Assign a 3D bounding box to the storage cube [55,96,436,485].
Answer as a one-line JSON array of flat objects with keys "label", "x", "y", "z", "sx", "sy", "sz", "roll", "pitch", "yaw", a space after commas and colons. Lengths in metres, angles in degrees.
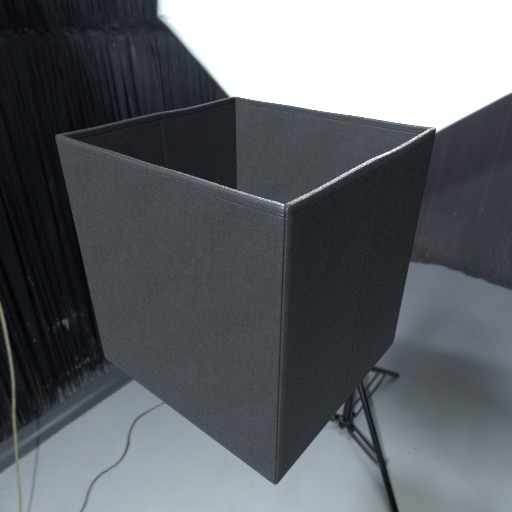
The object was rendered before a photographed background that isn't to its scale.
[{"label": "storage cube", "x": 0.000, "y": 0.000, "z": 0.496, "sx": 0.270, "sy": 0.280, "sz": 0.270, "roll": 22, "pitch": 37, "yaw": 33}]
